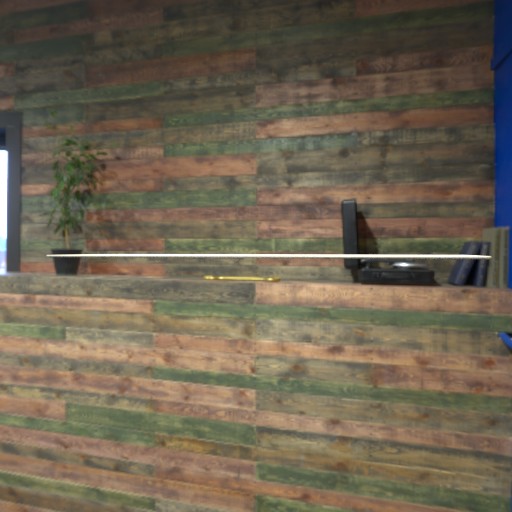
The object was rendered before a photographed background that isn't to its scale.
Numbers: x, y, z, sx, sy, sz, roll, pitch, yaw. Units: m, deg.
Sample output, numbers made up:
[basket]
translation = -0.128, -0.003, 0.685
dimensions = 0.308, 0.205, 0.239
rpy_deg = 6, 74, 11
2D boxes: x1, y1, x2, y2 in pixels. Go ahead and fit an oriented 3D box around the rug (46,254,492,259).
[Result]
[rug]
translation = 0.000, 0.000, 2.702
dimensions = 2.450, 0.014, 0.793
rpy_deg = 0, 1, 17
